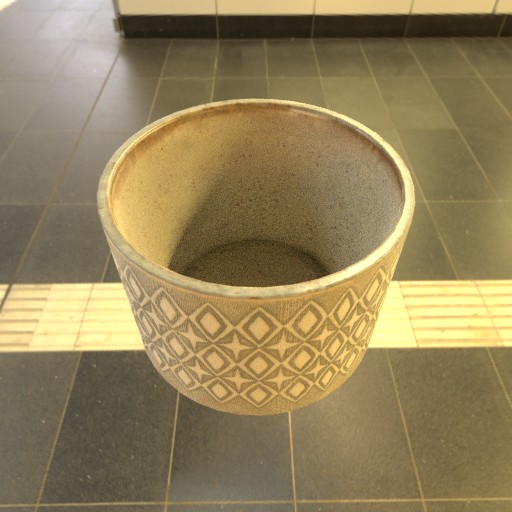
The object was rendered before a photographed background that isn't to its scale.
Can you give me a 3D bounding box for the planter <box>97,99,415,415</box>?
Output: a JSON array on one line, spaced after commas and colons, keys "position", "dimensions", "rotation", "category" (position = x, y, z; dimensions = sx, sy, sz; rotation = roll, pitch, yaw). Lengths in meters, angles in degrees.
[{"position": [0.000, 0.000, 0.318], "dimensions": [0.186, 0.144, 0.186], "rotation": [0, 47, 0], "category": "planter"}]
